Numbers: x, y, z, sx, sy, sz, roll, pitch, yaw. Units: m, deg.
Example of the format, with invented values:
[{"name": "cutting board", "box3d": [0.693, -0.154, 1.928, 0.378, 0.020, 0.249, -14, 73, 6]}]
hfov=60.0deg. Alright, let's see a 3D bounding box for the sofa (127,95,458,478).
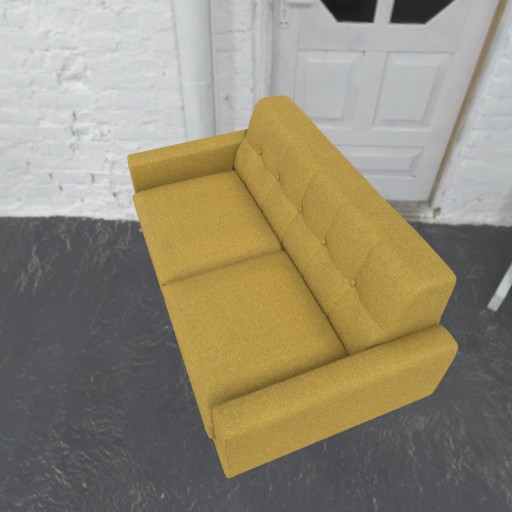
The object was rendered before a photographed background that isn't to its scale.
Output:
[{"name": "sofa", "box3d": [0.000, 0.000, 2.062, 0.909, 0.841, 1.631, -16, 48, -15]}]
